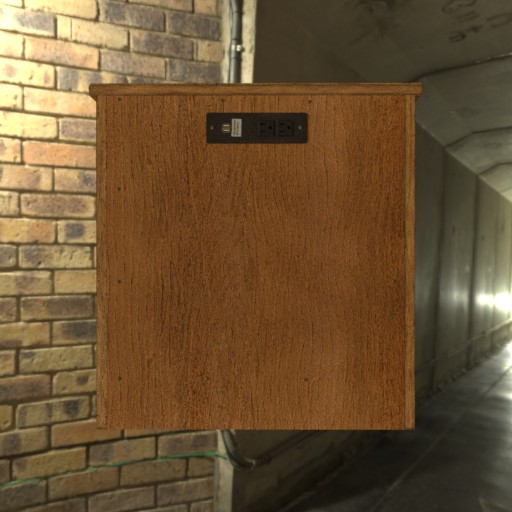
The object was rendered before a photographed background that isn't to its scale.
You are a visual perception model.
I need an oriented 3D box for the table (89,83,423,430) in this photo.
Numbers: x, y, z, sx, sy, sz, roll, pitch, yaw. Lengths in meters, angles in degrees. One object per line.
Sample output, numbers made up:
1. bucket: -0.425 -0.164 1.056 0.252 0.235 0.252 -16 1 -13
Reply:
1. table: 0.000 0.000 1.042 0.601 0.625 0.494 0 0 0
